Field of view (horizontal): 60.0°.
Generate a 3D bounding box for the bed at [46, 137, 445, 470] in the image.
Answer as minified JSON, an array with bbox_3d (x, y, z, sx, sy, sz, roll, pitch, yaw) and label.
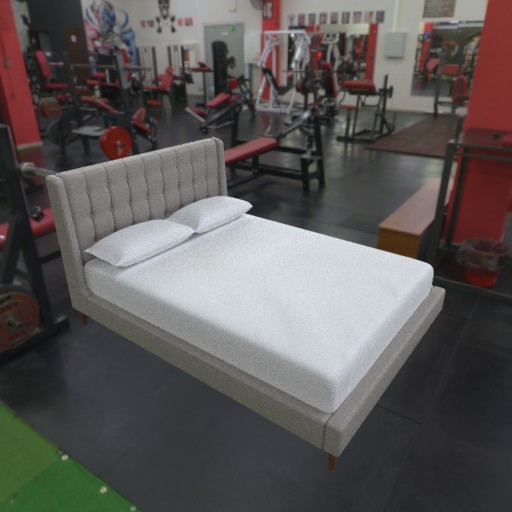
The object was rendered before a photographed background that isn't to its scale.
[{"bbox_3d":[0.000,0.000,3.126,2.232,1.147,1.656,18,31,33],"label":"bed"}]
